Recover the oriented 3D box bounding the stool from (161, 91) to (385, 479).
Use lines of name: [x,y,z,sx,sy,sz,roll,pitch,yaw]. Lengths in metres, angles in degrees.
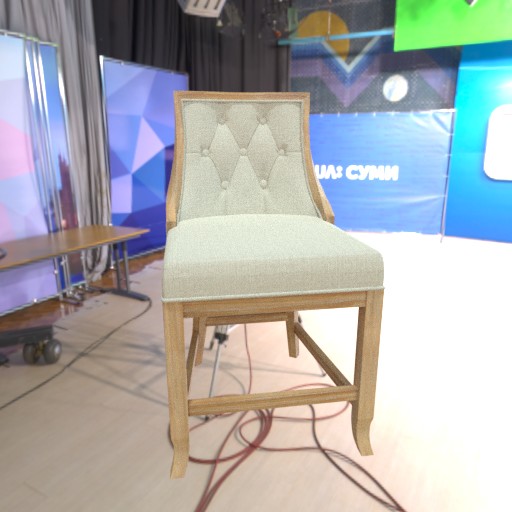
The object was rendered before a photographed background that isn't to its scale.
stool: [0.000,0.000,1.288,0.524,0.938,0.626,-3,16,-9]
